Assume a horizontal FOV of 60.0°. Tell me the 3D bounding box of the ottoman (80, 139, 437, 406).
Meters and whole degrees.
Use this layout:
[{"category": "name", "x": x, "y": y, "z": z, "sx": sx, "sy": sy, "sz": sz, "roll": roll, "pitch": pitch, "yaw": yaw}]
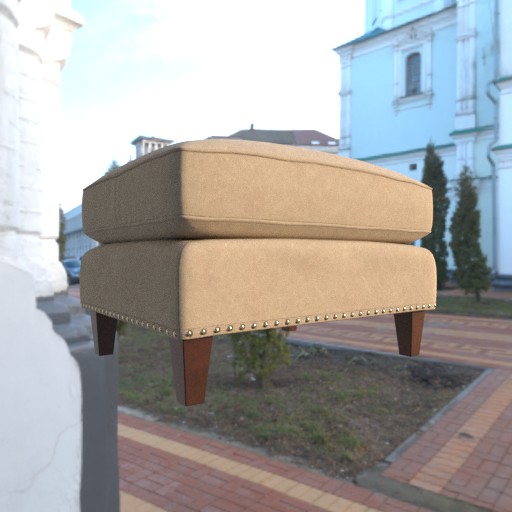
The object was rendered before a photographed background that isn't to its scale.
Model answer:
[{"category": "ottoman", "x": 0.000, "y": 0.000, "z": 1.154, "sx": 0.741, "sy": 0.513, "sz": 0.584, "roll": 0, "pitch": 0, "yaw": -36}]
